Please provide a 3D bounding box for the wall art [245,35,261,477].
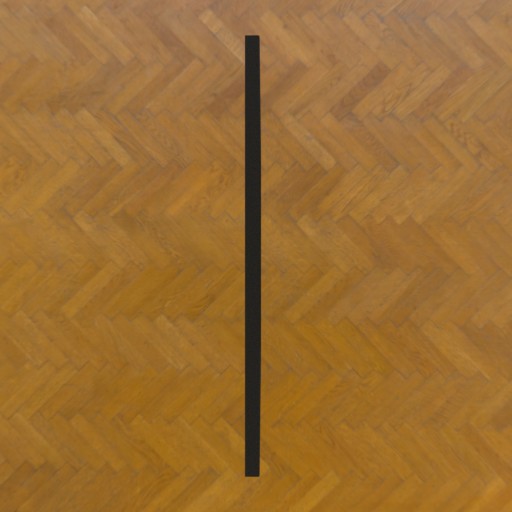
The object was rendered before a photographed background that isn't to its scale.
[{"bbox_3d":[0.000,0.000,0.493,0.010,0.361,0.311,0,90,1],"label":"wall art"}]
